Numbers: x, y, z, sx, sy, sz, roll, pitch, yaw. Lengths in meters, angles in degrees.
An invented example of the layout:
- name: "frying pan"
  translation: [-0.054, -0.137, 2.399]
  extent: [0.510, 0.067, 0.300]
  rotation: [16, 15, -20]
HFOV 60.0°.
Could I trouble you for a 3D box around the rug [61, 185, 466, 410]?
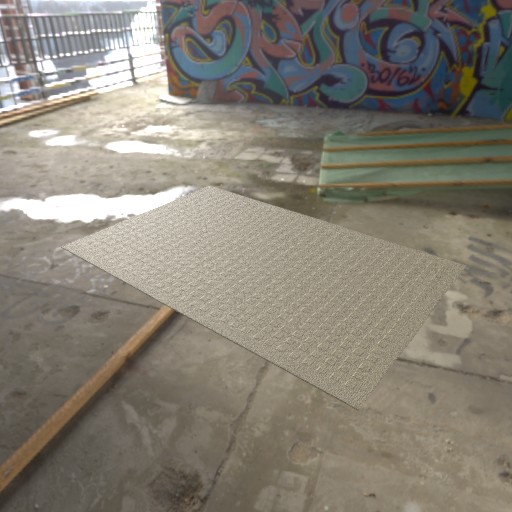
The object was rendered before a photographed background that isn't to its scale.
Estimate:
- name: "rug"
  translation: [0.000, 0.000, 2.271]
  extent: [1.747, 0.006, 1.143]
  rotation: [22, 36, 33]
